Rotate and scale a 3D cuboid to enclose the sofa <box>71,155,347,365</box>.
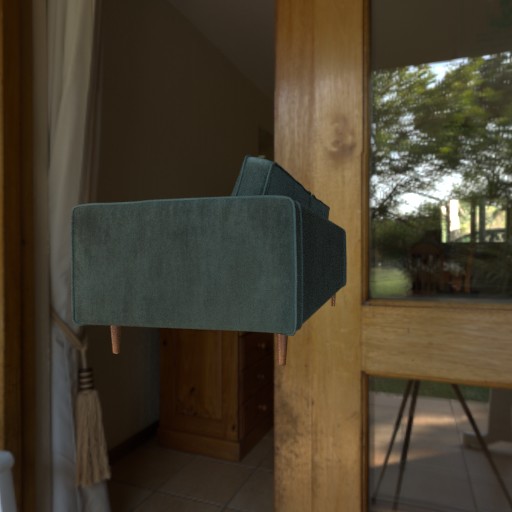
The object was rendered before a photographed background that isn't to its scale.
[{"bbox_3d":[0.000,0.000,2.594,0.886,0.781,2.214,0,1,16],"label":"sofa"}]
